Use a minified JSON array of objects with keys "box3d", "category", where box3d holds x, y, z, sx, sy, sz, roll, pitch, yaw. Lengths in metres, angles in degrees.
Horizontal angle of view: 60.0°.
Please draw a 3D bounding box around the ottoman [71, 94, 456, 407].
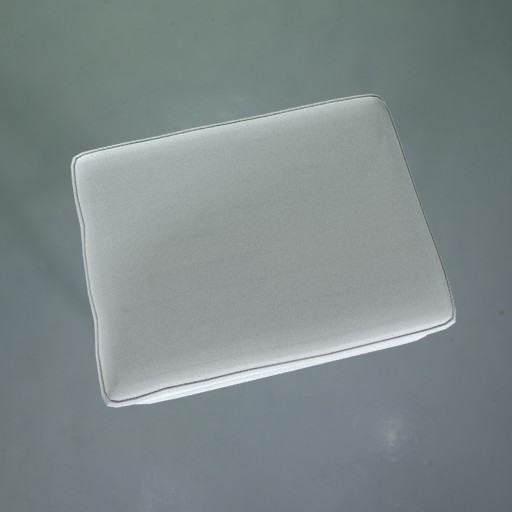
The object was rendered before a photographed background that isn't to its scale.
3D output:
[{"box3d":[0.000,0.000,1.211,0.818,0.479,0.634,-13,76,-3],"category":"ottoman"}]
